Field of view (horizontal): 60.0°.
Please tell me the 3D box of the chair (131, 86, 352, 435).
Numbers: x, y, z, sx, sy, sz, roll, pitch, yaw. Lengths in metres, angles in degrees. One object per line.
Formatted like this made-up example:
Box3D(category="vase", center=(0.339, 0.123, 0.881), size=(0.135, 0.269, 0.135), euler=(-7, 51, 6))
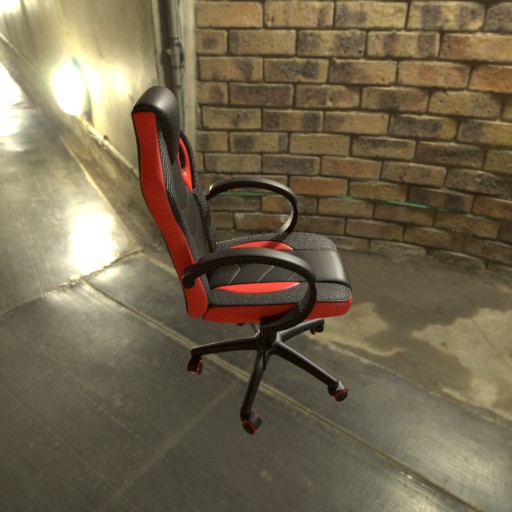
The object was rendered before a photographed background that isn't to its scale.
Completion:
Box3D(category="chair", center=(0.000, 0.000, 1.426), size=(0.642, 1.016, 0.600), euler=(-1, 32, -1))
